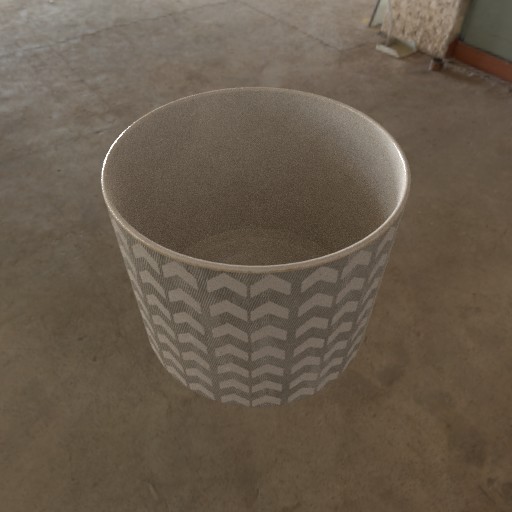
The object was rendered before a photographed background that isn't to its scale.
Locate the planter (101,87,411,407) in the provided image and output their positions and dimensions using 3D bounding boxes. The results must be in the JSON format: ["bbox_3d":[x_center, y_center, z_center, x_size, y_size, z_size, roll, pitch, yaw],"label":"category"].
[{"bbox_3d":[0.000,0.000,0.344,0.190,0.181,0.190,0,47,0],"label":"planter"}]
